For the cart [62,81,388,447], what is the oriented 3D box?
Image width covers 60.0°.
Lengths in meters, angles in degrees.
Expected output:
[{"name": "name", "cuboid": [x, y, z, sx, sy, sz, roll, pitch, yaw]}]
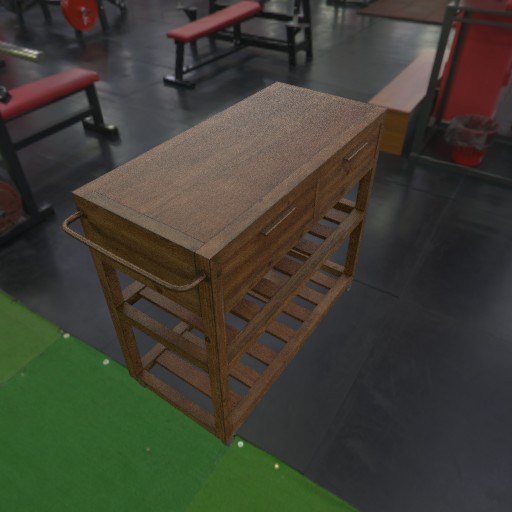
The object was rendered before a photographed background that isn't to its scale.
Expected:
[{"name": "cart", "cuboid": [0.000, 0.000, 1.523, 0.445, 0.830, 1.065, 25, 46, 26]}]
